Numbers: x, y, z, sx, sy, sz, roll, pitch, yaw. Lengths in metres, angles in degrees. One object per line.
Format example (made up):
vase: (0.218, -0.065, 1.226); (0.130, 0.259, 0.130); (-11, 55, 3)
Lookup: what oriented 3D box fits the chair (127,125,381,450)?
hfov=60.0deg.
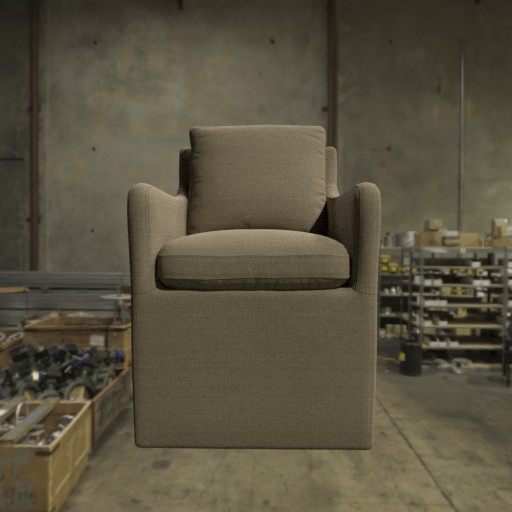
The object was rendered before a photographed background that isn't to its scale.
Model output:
chair: (0.000, 0.000, 1.365); (0.626, 0.914, 0.694); (0, 1, 1)
